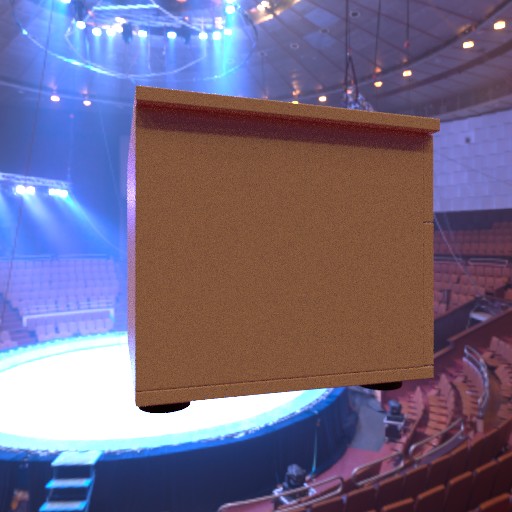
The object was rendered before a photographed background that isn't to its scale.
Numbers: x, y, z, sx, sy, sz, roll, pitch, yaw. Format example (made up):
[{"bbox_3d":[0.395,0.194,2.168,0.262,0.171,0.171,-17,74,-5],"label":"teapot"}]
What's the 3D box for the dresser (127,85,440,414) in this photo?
[{"bbox_3d":[0.000,0.000,0.732,0.400,0.360,0.430,0,0,-17],"label":"dresser"}]
